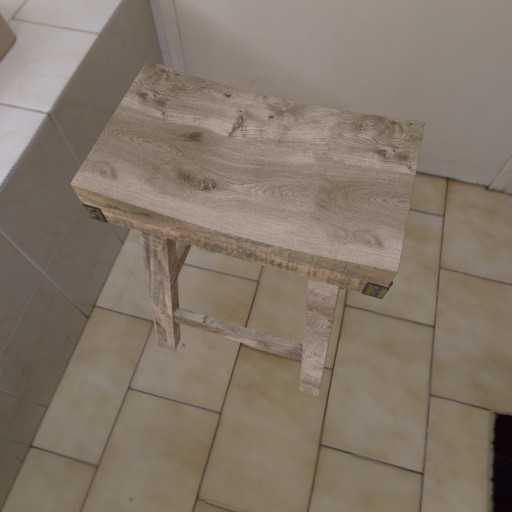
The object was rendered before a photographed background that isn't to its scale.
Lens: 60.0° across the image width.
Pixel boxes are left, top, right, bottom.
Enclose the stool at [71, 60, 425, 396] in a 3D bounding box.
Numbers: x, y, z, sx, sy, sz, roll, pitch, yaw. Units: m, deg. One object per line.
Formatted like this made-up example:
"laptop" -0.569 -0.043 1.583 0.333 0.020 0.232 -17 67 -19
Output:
"stool" 0.000 0.000 0.899 0.450 0.635 0.330 15 64 8
